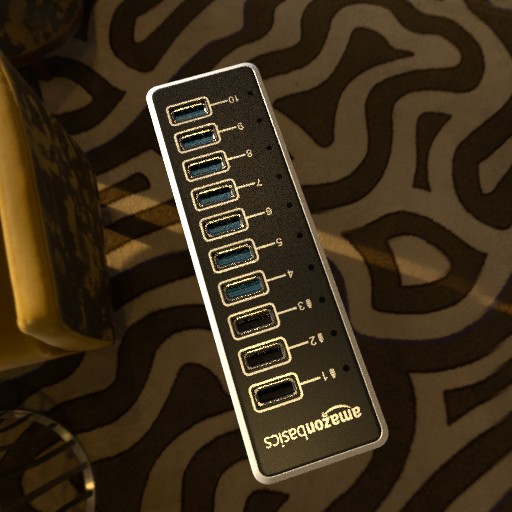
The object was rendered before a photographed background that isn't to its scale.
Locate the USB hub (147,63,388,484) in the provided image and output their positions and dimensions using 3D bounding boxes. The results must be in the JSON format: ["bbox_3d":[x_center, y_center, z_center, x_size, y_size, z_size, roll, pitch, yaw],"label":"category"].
[{"bbox_3d":[0.000,0.000,0.163,0.044,0.023,0.145,-17,76,-4],"label":"USB hub"}]
